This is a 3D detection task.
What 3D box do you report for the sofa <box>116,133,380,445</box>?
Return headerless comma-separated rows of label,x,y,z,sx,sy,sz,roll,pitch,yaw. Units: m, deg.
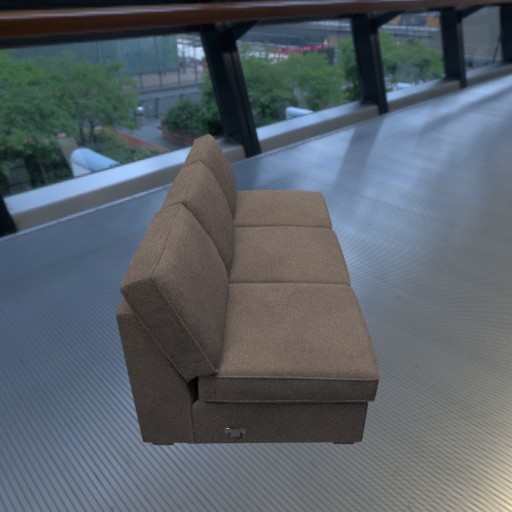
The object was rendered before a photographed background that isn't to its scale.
sofa,0.000,0.000,2.571,1.027,0.973,1.962,0,30,0
